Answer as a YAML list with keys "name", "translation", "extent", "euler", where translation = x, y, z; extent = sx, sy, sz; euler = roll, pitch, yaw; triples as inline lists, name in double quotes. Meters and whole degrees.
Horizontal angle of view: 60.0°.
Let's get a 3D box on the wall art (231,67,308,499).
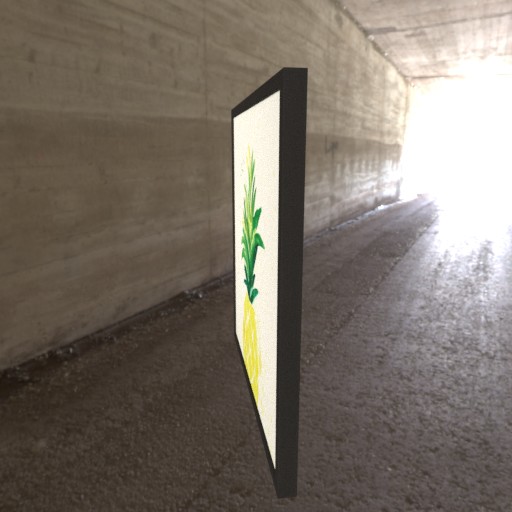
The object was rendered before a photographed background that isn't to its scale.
- name: "wall art"
  translation: [0.000, 0.000, 1.115]
  extent: [0.037, 0.760, 0.762]
  euler: [-2, 14, -9]
